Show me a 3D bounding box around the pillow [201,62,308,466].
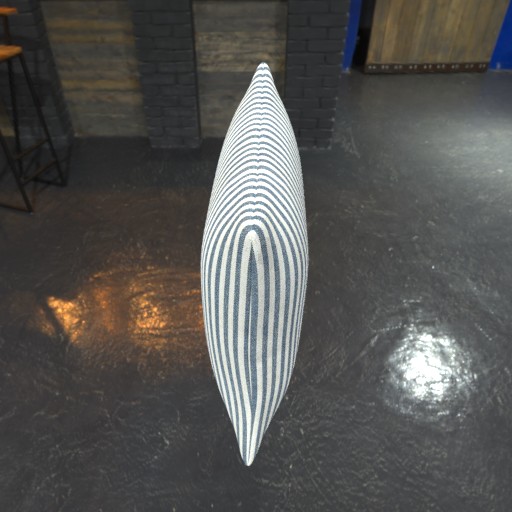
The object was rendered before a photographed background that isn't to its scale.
[{"bbox_3d":[0.000,0.000,0.789,0.166,0.510,0.523,1,41,2],"label":"pillow"}]
